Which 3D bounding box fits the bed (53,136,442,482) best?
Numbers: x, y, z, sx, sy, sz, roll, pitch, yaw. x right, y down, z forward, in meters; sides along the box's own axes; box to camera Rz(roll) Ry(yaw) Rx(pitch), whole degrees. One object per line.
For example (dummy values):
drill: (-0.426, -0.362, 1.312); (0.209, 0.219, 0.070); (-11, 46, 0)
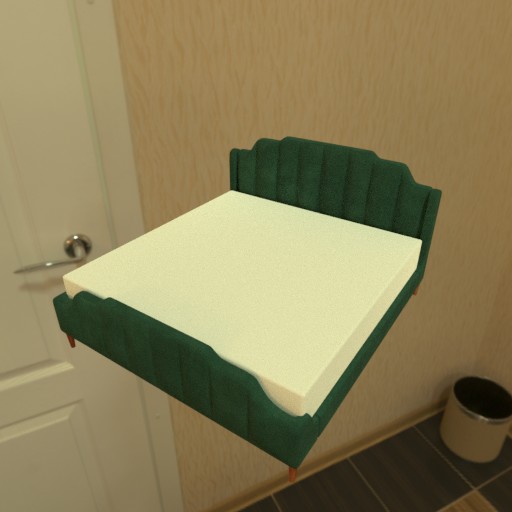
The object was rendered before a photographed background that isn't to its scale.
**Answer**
bed: (0.000, 0.000, 3.455); (2.074, 1.245, 2.340); (19, 35, 29)
